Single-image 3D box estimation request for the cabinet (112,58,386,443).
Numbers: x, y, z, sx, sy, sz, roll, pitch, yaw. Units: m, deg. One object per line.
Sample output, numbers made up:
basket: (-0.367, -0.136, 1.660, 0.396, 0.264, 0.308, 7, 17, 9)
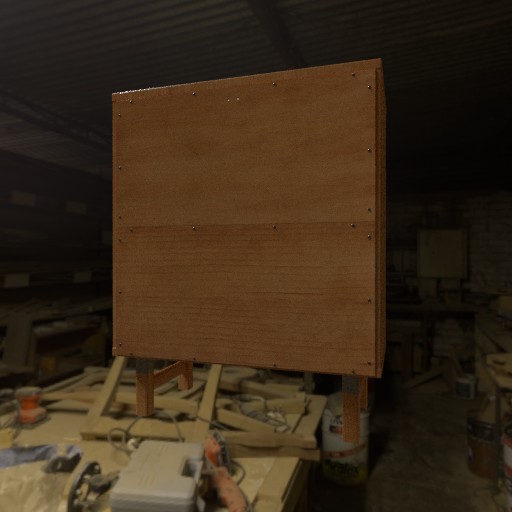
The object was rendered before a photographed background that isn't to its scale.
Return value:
cabinet: (0.000, 0.000, 1.439, 0.800, 1.001, 0.419, 0, 0, 18)
